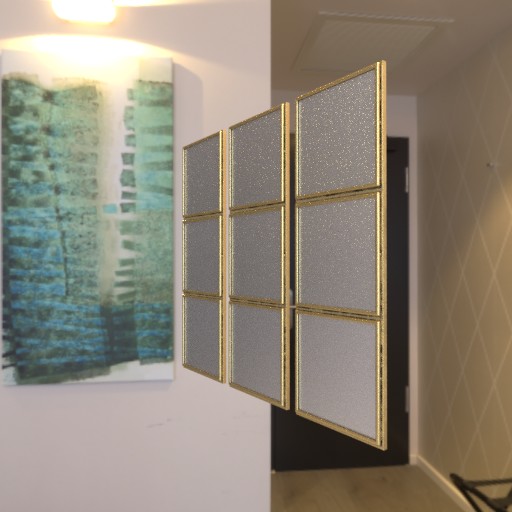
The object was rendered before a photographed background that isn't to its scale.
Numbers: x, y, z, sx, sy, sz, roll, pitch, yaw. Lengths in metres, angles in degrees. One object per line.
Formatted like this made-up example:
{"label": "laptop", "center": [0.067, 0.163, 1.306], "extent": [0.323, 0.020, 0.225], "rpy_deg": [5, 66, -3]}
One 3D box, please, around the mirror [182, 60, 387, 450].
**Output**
{"label": "mirror", "center": [0.000, 0.000, 1.457], "extent": [0.023, 0.926, 1.011], "rpy_deg": [0, -1, -37]}
